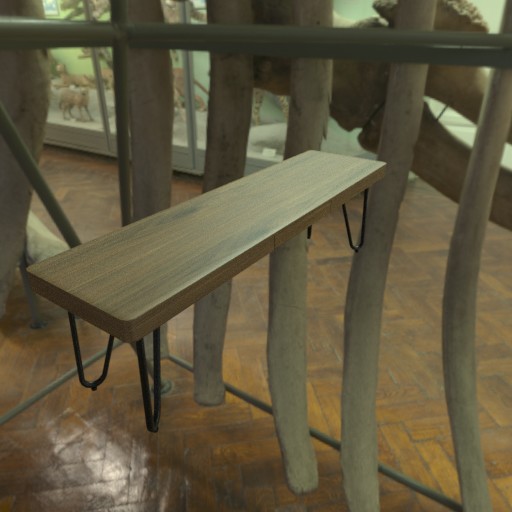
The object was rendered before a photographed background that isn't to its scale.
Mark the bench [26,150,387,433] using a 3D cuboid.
[{"bbox_3d":[0.000,0.000,1.753,0.425,0.462,1.570,18,33,31],"label":"bench"}]
